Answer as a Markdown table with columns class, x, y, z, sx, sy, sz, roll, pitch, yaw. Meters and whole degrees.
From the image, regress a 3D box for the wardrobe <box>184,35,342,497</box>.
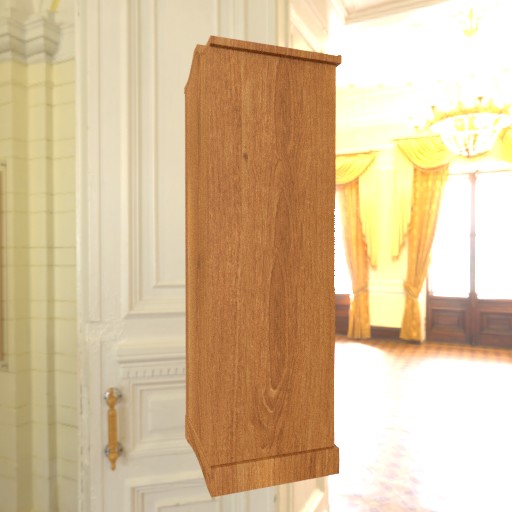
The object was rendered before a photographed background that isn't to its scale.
| class | x | y | z | sx | sy | sz | roll | pitch | yaw |
| --- | --- | --- | --- | --- | --- | --- | --- | --- | --- |
| wardrobe | 0.000 | 0.000 | 2.081 | 0.570 | 1.870 | 0.590 | 0 | 1 | -19 |
